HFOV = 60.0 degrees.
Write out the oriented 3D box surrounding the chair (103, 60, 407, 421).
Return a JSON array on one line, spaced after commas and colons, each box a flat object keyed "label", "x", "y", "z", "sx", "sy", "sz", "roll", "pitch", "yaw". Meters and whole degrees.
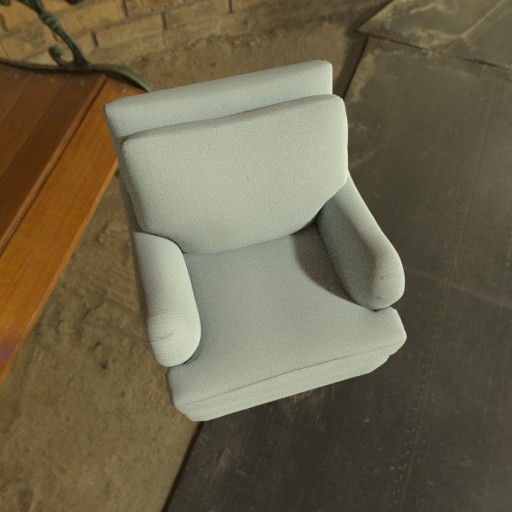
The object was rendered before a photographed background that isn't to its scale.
[{"label": "chair", "x": 0.000, "y": 0.000, "z": 1.840, "sx": 0.955, "sy": 1.038, "sz": 1.070, "roll": -14, "pitch": 63, "yaw": -7}]
